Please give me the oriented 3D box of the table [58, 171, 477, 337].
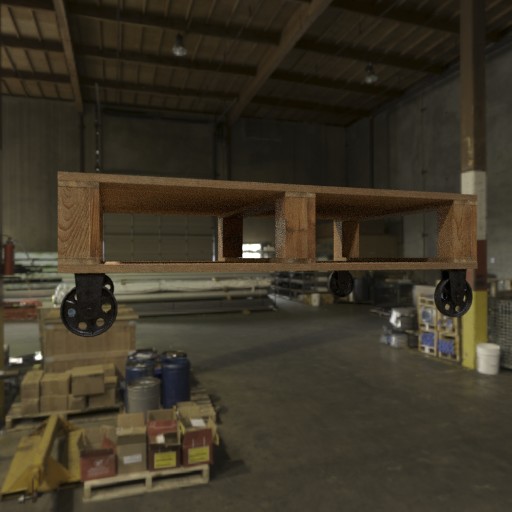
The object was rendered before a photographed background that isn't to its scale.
[{"bbox_3d":[0.000,0.000,1.683,1.299,0.413,0.827,0,0,-18],"label":"table"}]
